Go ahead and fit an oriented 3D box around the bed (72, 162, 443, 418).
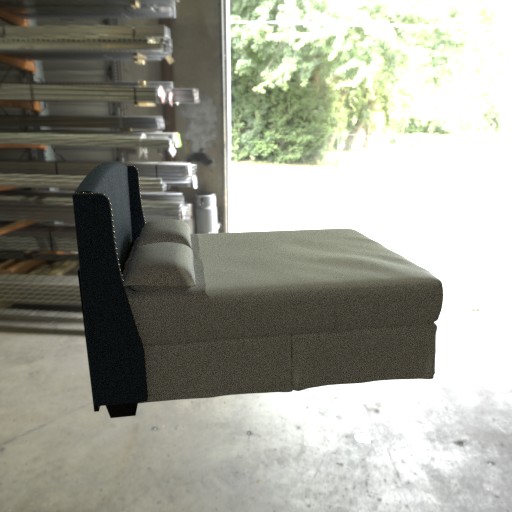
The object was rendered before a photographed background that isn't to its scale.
[{"bbox_3d":[0.000,0.000,3.376,2.237,1.407,1.710,-3,17,-9],"label":"bed"}]
